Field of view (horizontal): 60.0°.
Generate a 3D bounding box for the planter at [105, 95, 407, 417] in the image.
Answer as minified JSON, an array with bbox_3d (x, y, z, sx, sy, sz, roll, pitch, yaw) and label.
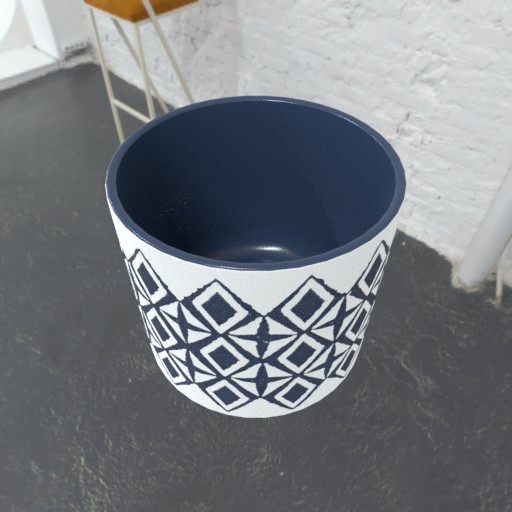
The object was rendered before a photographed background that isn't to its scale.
[{"bbox_3d":[0.000,0.000,0.330,0.182,0.165,0.182,0,45,0],"label":"planter"}]
